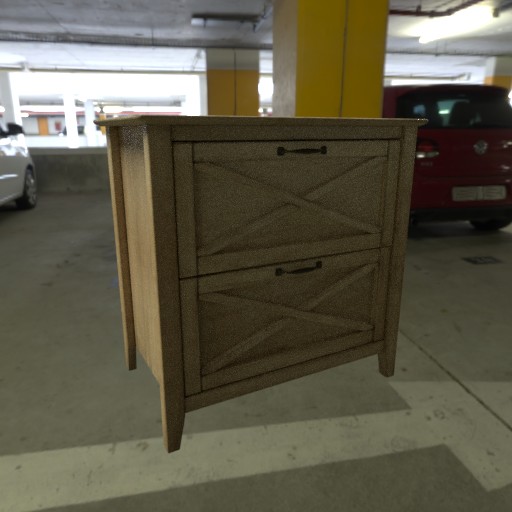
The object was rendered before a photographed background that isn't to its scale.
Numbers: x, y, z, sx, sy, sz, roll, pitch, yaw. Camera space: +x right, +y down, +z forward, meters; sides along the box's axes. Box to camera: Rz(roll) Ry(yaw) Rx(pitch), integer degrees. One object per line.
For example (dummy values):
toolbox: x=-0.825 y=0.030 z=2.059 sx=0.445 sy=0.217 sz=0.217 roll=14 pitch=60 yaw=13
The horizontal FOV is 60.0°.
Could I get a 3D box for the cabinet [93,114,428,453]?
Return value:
cabinet: x=0.000 y=0.000 z=1.295 sx=0.763 sy=0.762 sz=0.503 roll=-8 pitch=18 yaw=-27
